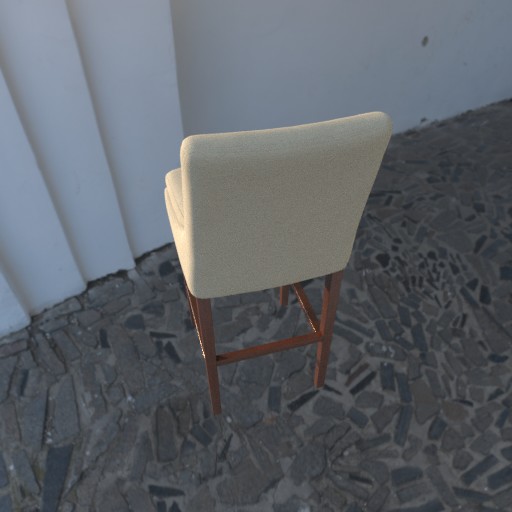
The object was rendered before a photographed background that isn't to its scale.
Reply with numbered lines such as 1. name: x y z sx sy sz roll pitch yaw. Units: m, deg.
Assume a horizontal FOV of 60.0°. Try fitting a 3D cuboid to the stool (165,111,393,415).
1. stool: 0.000 0.000 1.357 0.470 1.078 0.577 -11 43 -12
